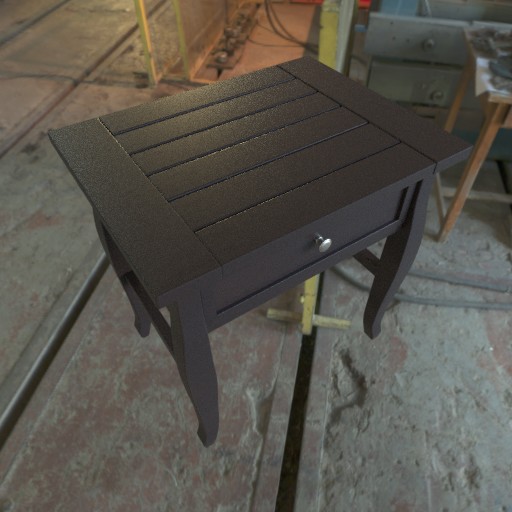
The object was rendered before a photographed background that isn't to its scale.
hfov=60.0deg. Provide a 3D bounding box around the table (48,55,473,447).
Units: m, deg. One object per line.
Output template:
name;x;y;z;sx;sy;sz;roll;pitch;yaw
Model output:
table;0.000;0.000;1.003;0.602;0.605;0.460;-26;52;-23
